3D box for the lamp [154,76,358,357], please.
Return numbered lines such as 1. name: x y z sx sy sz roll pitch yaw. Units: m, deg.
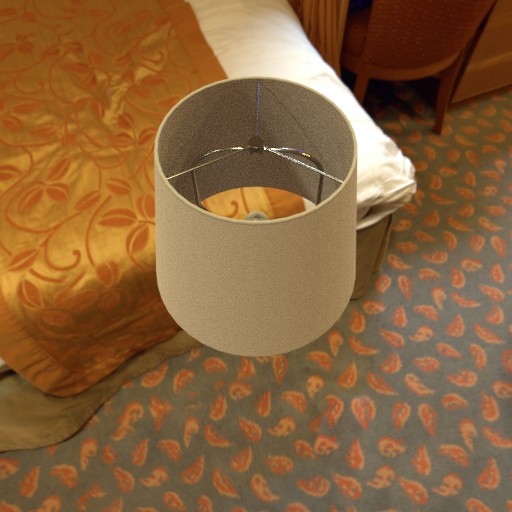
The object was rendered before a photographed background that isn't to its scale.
1. lamp: 0.000 0.000 0.559 0.254 0.392 0.254 0 59 0
